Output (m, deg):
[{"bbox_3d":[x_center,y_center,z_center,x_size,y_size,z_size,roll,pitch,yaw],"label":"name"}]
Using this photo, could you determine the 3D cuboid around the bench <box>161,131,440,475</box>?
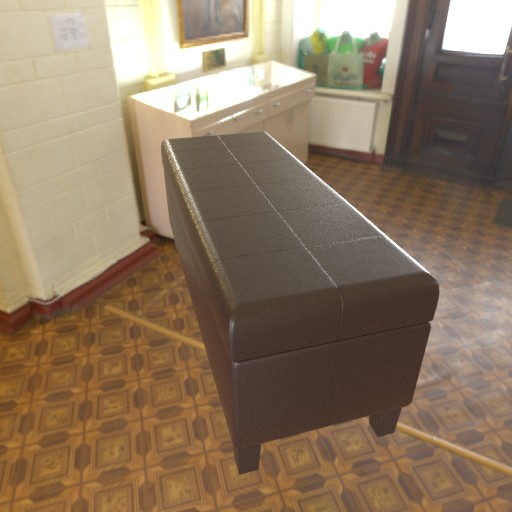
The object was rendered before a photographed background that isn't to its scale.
[{"bbox_3d":[0.000,0.000,1.339,0.429,0.457,1.092,-9,32,-14],"label":"bench"}]
